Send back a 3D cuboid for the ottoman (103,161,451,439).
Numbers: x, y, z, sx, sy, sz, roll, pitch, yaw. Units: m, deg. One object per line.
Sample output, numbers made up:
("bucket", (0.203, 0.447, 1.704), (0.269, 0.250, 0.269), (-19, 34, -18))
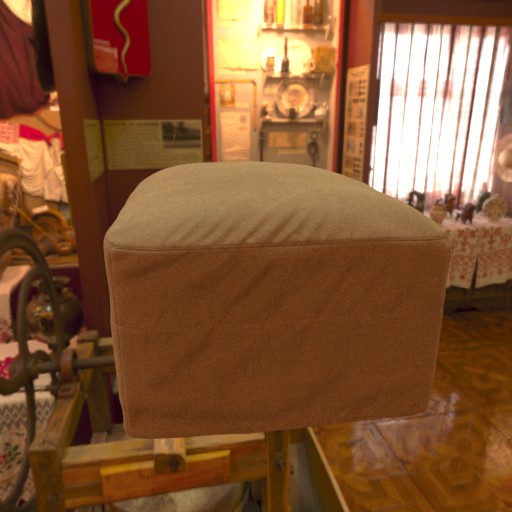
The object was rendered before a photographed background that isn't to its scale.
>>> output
("ottoman", (0.000, 0.000, 1.211), (0.683, 0.481, 0.837), (-3, 18, -9))
